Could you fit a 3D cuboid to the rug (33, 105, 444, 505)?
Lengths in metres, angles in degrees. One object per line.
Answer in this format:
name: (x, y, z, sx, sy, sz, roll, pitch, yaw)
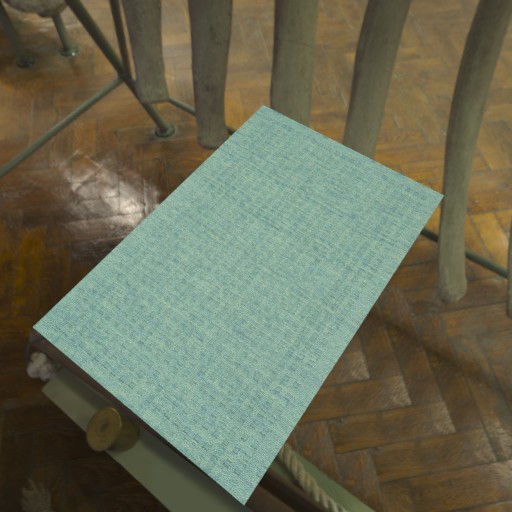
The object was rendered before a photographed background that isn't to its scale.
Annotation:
rug: (0.000, 0.000, 2.798, 1.522, 0.006, 2.286, 32, 65, 17)
